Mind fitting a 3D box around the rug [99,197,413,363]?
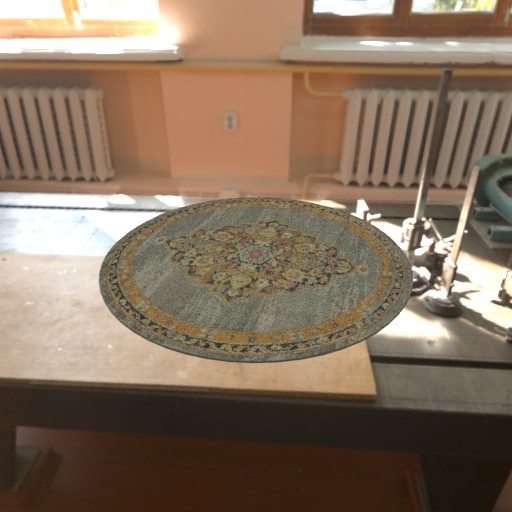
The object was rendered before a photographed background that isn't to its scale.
[{"bbox_3d":[0.000,0.000,2.355,1.598,0.010,1.598,0,30,0],"label":"rug"}]
